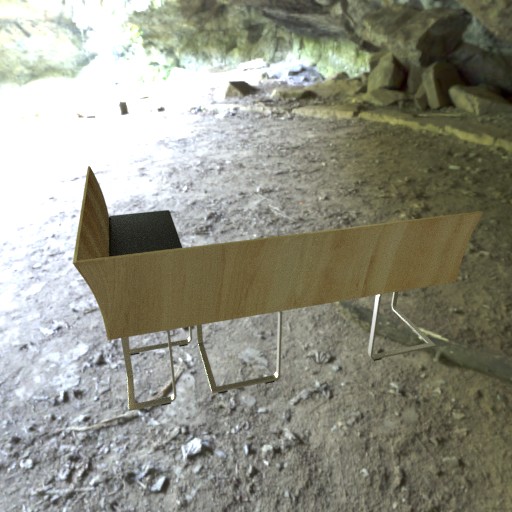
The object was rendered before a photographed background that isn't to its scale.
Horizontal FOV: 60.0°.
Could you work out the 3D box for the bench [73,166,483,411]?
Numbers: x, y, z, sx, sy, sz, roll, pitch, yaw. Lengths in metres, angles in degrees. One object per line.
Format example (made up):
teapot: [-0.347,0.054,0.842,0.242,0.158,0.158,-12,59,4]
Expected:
bench: [0.000,0.000,2.832,1.945,0.930,1.495,-8,27,-15]
